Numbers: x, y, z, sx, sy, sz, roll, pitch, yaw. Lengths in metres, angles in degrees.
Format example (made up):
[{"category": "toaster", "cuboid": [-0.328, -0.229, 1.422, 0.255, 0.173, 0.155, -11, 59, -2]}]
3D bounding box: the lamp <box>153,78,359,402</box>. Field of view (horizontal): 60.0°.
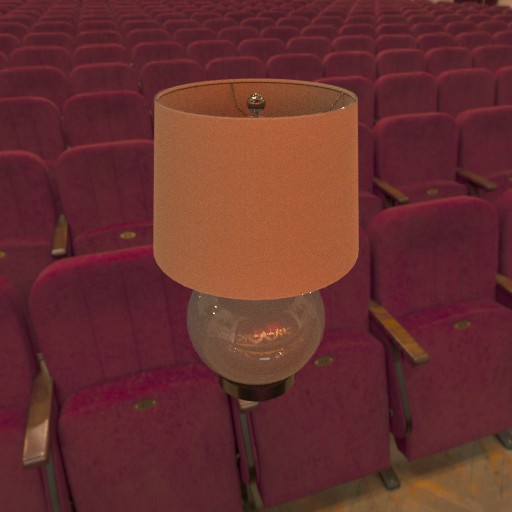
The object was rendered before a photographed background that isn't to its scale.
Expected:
[{"category": "lamp", "cuboid": [0.000, 0.000, 0.554, 0.247, 0.387, 0.247, 0, 30, 0]}]
